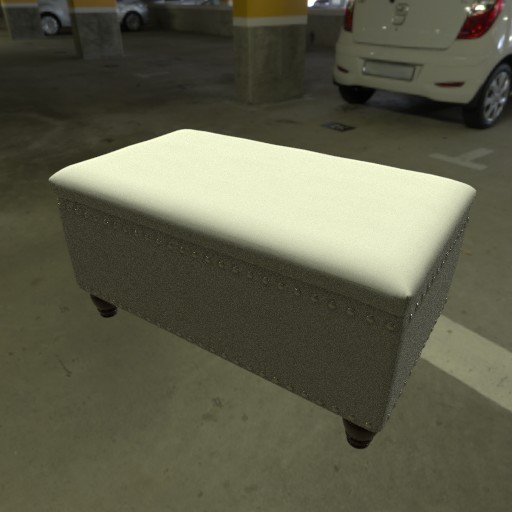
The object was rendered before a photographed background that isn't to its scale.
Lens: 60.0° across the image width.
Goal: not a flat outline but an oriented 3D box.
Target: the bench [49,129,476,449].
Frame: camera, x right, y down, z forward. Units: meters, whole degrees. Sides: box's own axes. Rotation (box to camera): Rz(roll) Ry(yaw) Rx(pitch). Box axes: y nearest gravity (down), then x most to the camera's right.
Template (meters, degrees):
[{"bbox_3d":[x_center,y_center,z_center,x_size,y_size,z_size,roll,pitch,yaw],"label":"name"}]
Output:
[{"bbox_3d":[0.000,0.000,1.140,0.887,0.449,0.500,19,35,28],"label":"bench"}]
